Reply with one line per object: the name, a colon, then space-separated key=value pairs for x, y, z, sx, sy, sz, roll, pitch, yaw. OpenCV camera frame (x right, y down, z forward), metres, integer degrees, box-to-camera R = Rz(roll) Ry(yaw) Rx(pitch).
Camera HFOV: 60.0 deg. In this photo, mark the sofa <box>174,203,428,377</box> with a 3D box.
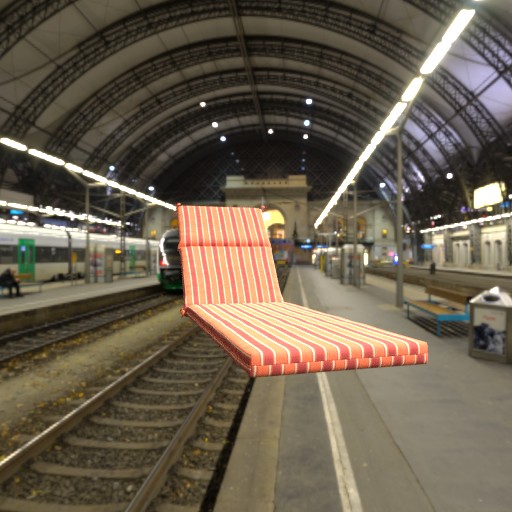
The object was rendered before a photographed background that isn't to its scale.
sofa: x=0.000 y=0.000 z=1.941 sx=0.582 sy=0.622 sz=1.663 roll=0 pitch=0 yaw=-16
